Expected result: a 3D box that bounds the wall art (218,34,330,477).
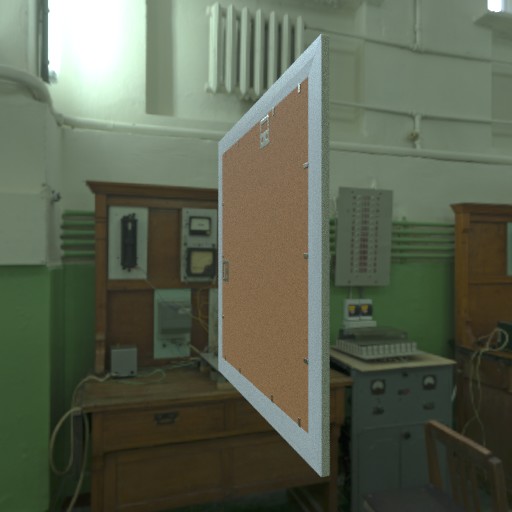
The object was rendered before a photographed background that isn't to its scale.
[{"bbox_3d":[0.000,0.000,0.862,0.013,0.584,0.584,0,0,-18],"label":"wall art"}]
